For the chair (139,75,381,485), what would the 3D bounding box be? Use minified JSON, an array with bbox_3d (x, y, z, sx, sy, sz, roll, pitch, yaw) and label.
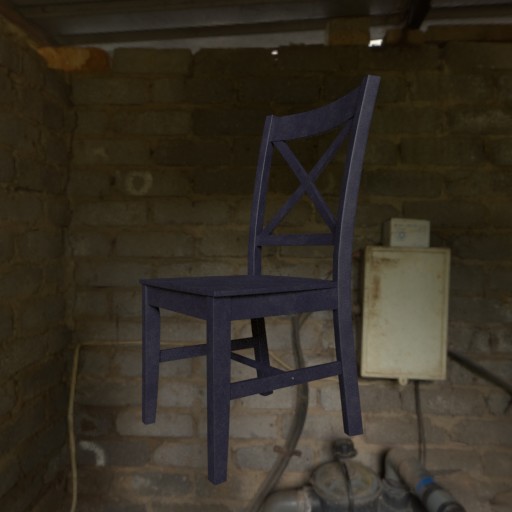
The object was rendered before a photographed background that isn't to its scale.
[{"bbox_3d":[0.000,0.000,1.276,0.542,0.983,0.485,-1,1,-35],"label":"chair"}]
